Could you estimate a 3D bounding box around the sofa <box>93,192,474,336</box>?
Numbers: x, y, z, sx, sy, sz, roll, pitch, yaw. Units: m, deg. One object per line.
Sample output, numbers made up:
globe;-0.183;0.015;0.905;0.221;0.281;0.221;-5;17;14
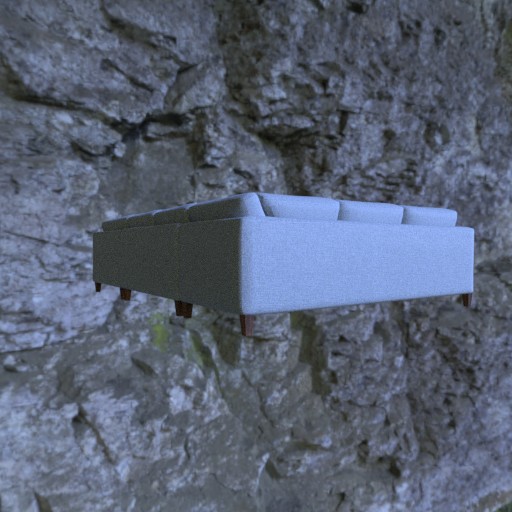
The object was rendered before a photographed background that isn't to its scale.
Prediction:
sofa;0.000;0.000;4.690;2.551;0.889;3.403;-1;1;-34
